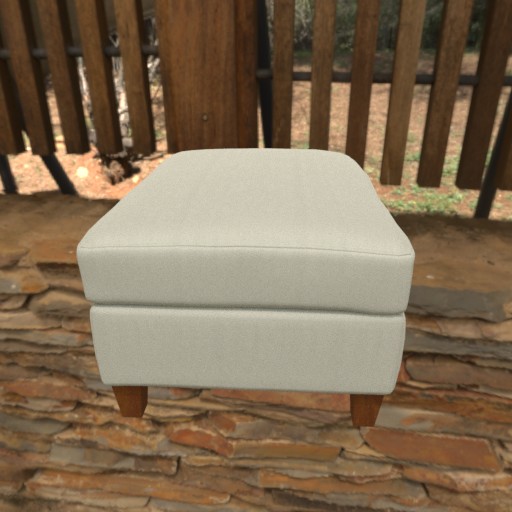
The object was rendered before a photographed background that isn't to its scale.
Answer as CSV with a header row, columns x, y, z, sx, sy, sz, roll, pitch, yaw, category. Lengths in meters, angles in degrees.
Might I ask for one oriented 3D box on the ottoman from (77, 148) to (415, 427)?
x,y,z,sx,sy,sz,roll,pitch,yaw,category
0.000,0.000,1.220,0.634,0.496,0.818,1,25,3,ottoman
